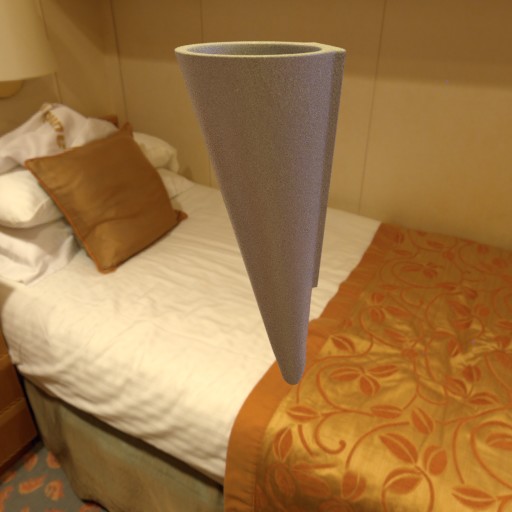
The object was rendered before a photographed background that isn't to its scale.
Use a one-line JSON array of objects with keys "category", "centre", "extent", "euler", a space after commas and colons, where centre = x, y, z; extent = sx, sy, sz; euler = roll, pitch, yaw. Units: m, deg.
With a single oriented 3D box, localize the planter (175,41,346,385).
[{"category": "planter", "centre": [0.000, 0.000, 0.224], "extent": [0.064, 0.191, 0.057], "euler": [-8, 31, -14]}]
